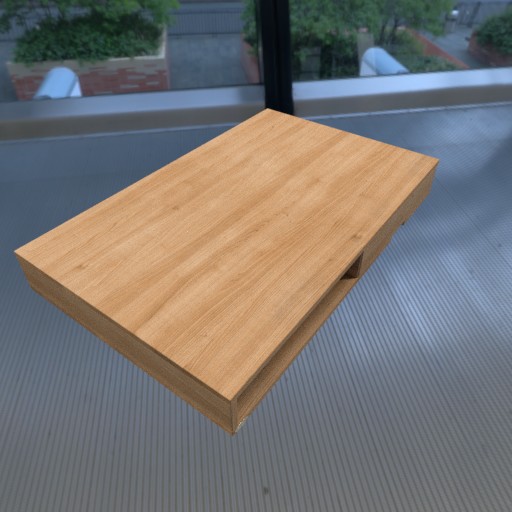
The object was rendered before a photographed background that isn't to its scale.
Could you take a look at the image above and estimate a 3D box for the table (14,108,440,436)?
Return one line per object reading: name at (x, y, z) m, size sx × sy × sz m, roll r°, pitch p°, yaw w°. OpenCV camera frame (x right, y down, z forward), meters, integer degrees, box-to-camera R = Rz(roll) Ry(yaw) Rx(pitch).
table at (0.000, 0.000, 1.433) m, size 0.700 × 0.440 × 1.100 m, roll 26°, pitch 47°, yaw 27°
